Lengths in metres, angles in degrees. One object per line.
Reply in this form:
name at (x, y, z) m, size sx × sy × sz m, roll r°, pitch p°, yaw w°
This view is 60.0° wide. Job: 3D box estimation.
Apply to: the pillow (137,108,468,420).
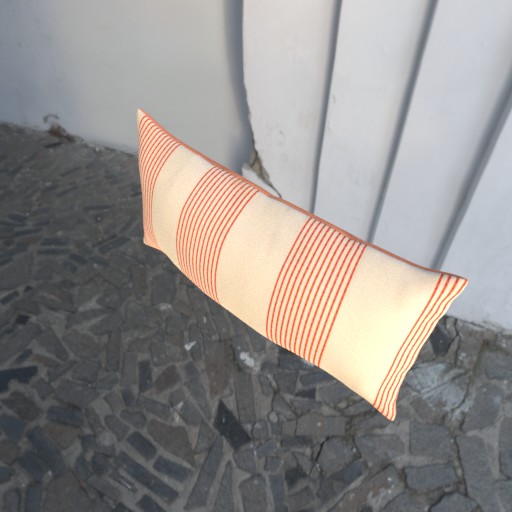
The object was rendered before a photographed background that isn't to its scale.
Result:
pillow at (0.000, 0.000, 0.736) m, size 0.608 × 0.292 × 0.156 m, roll 32°, pitch 54°, yaw 27°
